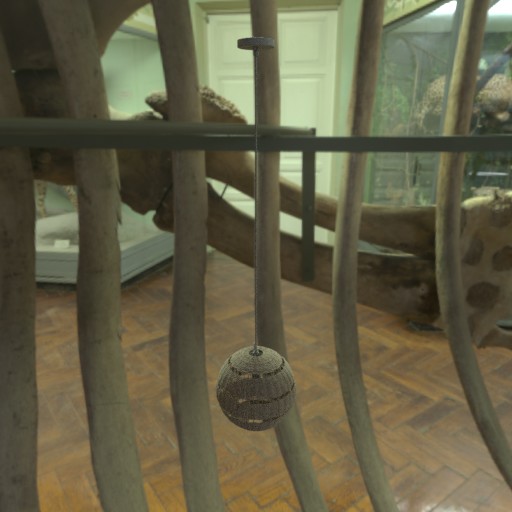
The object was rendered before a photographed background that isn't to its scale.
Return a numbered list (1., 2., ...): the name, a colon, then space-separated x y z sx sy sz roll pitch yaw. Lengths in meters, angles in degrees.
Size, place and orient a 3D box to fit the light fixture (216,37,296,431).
1. light fixture: 0.000 0.000 2.284 0.457 2.019 0.457 3 18 9
